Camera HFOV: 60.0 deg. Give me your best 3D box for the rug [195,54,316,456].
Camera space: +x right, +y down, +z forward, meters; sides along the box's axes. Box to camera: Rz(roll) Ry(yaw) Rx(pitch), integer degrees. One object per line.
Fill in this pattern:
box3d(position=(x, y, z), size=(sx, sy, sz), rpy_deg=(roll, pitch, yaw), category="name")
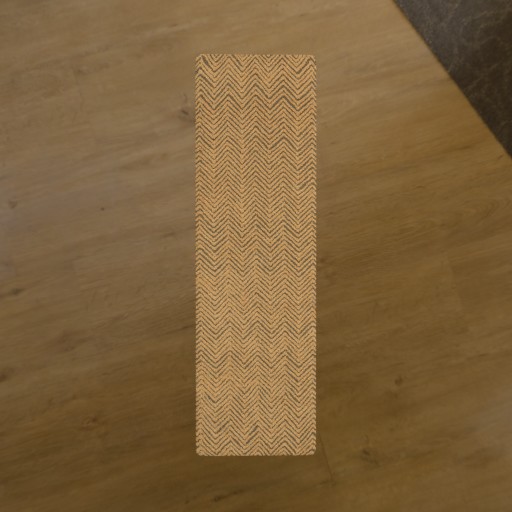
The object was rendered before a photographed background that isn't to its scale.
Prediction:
box3d(position=(0.000, 0.000, 2.531), size=(0.686, 0.008, 2.286), rpy_deg=(0, 91, -1), category="rug")
